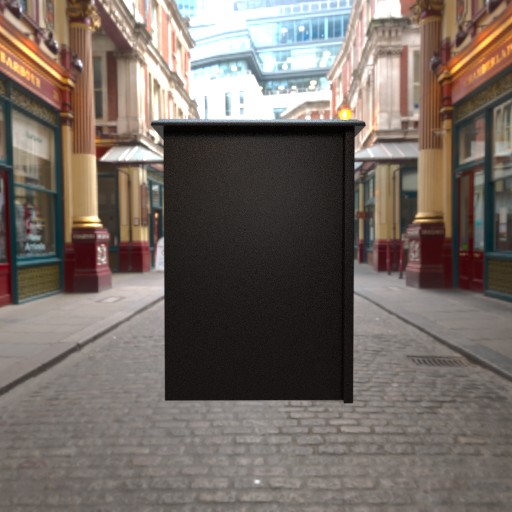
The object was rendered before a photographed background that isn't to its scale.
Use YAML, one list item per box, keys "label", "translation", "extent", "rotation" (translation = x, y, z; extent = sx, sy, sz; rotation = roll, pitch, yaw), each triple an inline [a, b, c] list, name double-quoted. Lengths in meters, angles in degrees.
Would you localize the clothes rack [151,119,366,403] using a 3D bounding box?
- label: "clothes rack"
  translation: [0.000, 0.000, 1.452]
  extent: [0.406, 0.556, 1.219]
  rotation: [0, 1, 0]
